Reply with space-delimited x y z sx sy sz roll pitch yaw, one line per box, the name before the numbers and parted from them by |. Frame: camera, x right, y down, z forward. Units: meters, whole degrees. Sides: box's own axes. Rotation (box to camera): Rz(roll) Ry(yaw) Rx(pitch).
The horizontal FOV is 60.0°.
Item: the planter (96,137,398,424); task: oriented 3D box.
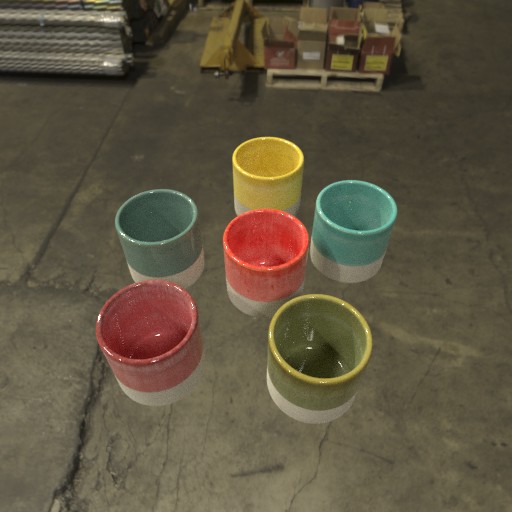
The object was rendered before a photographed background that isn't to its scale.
planter | 0.000 0.000 0.419 0.257 0.075 0.286 3 48 3
